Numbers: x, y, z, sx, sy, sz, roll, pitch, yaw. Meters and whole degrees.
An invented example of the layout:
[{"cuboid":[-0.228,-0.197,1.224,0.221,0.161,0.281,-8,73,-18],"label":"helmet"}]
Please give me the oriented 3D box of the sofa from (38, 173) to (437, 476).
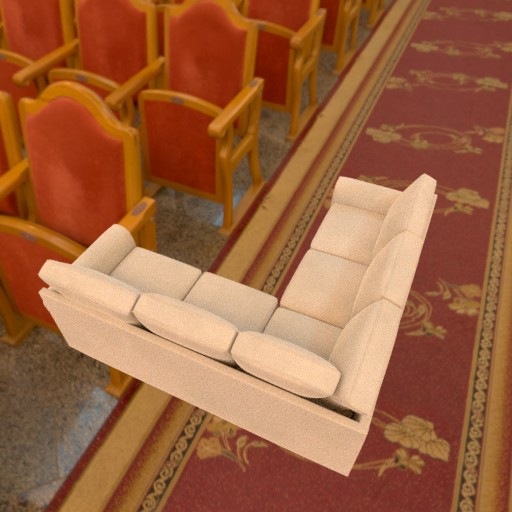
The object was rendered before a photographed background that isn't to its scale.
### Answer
[{"cuboid":[0.000,0.000,3.865,2.569,1.054,2.487,19,50,17],"label":"sofa"}]
